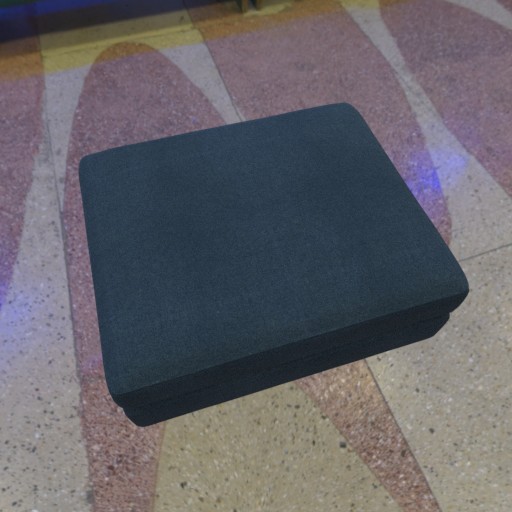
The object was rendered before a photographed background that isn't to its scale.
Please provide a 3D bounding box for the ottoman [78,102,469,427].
[{"bbox_3d":[0.000,0.000,1.241,0.821,0.474,0.693,-15,58,-9],"label":"ottoman"}]
